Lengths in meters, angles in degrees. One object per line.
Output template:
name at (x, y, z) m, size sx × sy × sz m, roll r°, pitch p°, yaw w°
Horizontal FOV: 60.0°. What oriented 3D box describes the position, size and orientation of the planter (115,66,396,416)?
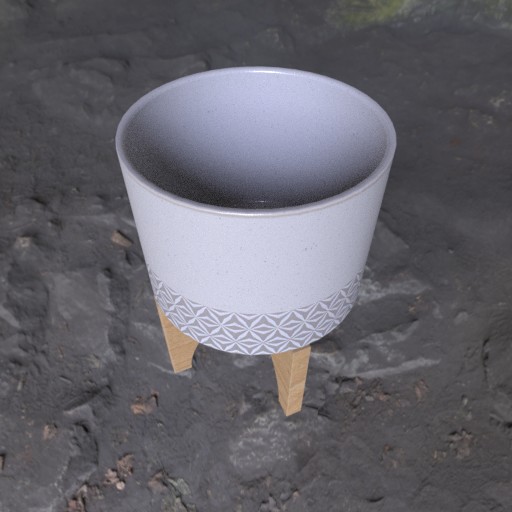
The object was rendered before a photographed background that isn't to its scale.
planter at (0.000, 0.000, 0.396) m, size 0.188 × 0.260 × 0.188 m, roll 0°, pitch 46°, yaw 0°
